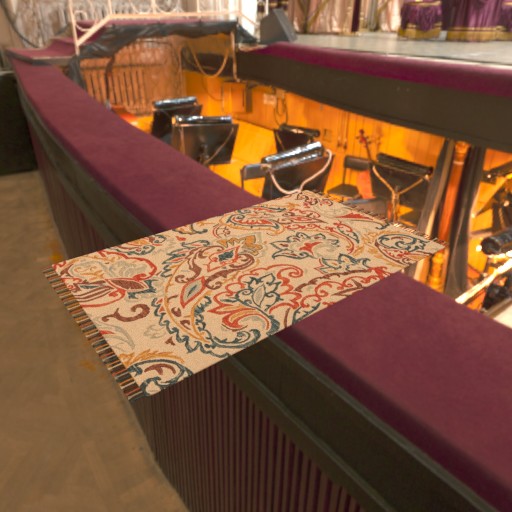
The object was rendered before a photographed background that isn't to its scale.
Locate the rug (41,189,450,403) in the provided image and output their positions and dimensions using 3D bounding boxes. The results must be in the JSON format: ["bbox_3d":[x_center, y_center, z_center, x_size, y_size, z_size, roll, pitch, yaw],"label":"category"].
[{"bbox_3d":[0.000,0.000,3.220,2.584,0.010,1.523,-20,35,-32],"label":"rug"}]
